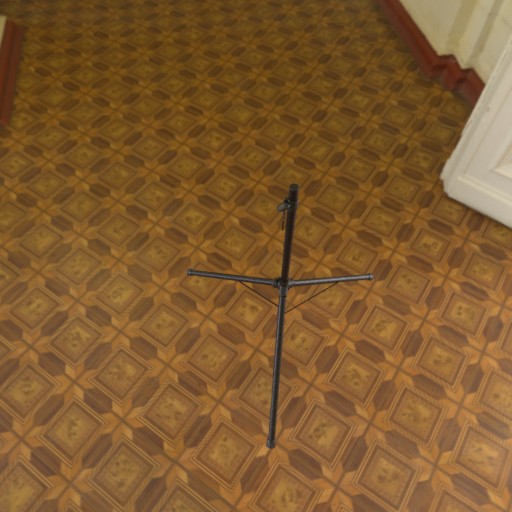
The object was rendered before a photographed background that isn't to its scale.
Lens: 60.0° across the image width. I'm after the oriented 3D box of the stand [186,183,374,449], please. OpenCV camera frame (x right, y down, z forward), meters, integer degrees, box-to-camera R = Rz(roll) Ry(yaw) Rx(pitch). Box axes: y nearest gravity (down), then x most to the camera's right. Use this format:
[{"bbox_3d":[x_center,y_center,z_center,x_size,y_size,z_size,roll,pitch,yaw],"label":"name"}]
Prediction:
[{"bbox_3d":[0.000,0.000,2.844,1.339,1.595,1.596,29,61,18],"label":"stand"}]
